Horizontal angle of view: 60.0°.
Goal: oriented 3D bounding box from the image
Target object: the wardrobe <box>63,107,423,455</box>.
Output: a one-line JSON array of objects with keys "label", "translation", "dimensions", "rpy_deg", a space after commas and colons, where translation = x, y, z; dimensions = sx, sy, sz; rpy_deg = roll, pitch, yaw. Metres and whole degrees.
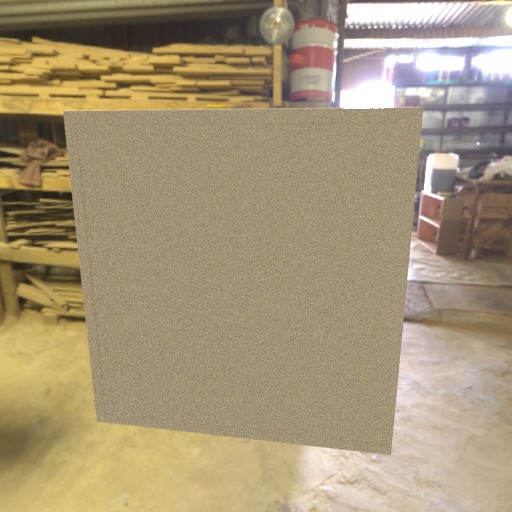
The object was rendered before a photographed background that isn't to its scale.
[{"label": "wardrobe", "translation": [0.000, 0.000, 0.860], "dimensions": [0.500, 0.520, 0.400], "rpy_deg": [3, 15, 9]}]
